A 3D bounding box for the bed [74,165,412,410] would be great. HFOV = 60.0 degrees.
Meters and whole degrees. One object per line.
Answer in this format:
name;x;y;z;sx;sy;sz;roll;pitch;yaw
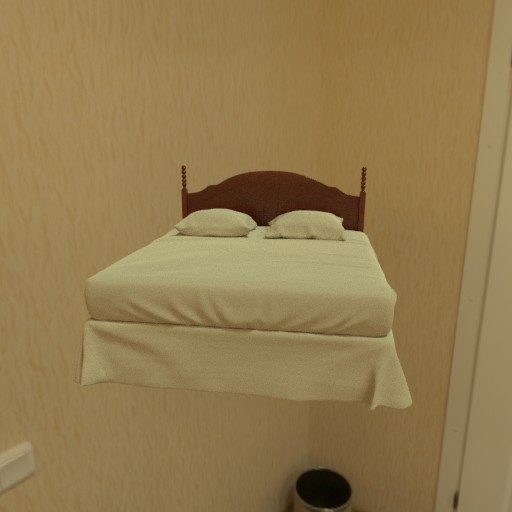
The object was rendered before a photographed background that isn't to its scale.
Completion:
bed;0.000;0.000;3.677;2.322;1.355;2.219;2;15;8
